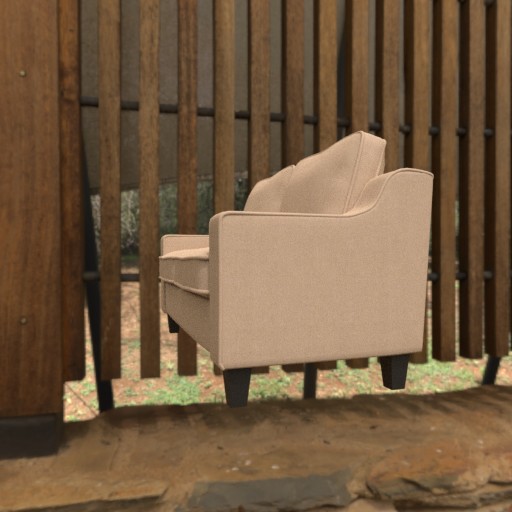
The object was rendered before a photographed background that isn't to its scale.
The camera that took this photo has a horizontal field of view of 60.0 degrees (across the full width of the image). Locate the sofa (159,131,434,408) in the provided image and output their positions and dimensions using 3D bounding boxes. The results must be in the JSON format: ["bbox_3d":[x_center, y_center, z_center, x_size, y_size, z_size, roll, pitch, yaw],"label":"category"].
[{"bbox_3d":[0.000,0.000,3.583,1.351,1.562,2.587,0,0,-18],"label":"sofa"}]
